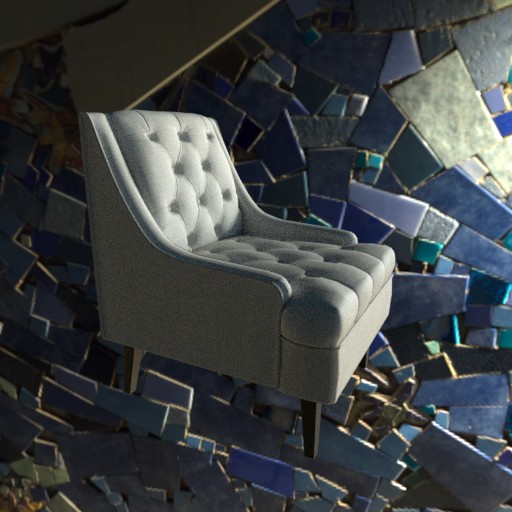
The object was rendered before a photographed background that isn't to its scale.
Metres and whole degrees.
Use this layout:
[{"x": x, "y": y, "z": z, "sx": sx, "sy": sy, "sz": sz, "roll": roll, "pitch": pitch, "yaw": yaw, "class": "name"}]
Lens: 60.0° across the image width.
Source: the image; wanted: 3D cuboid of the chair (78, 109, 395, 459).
[{"x": 0.000, "y": 0.000, "z": 1.416, "sx": 0.772, "sy": 0.891, "sz": 0.658, "roll": 8, "pitch": 18, "yaw": 27, "class": "chair"}]
